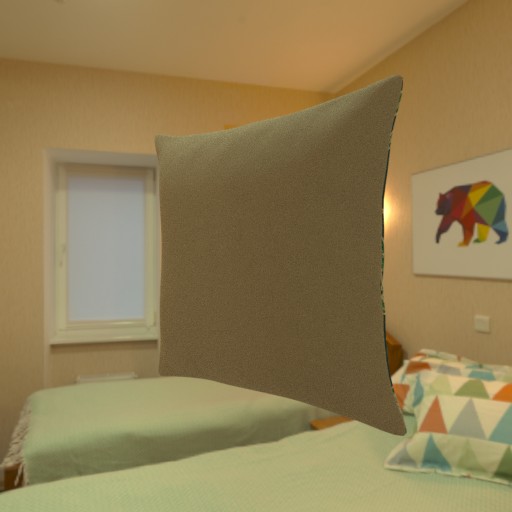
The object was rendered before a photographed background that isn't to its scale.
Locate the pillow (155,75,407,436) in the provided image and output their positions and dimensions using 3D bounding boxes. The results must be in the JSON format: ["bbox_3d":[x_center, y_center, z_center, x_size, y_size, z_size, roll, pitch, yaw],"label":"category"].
[{"bbox_3d":[0.000,0.000,0.779,0.525,0.508,0.166,0,0,38],"label":"pillow"}]
